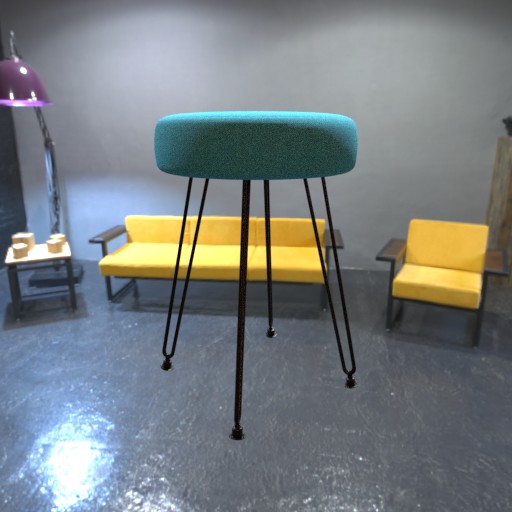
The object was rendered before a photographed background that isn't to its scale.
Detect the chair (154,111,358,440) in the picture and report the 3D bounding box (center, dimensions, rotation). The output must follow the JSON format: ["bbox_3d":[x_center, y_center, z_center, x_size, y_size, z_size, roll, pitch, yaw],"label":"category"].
[{"bbox_3d":[0.000,0.000,0.718,0.350,0.440,0.350,3,16,10],"label":"chair"}]
